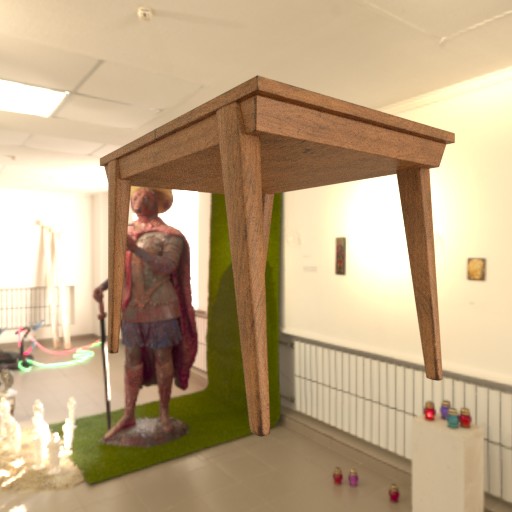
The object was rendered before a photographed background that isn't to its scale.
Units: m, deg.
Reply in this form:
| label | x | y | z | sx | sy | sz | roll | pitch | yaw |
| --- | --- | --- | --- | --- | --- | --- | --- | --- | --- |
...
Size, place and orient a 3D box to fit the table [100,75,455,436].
| label | x | y | z | sx | sy | sz | roll | pitch | yaw |
| --- | --- | --- | --- | --- | --- | --- | --- | --- | --- |
| table | 0.000 | 0.000 | 1.551 | 0.757 | 0.760 | 1.027 | -1 | 1 | -37 |
